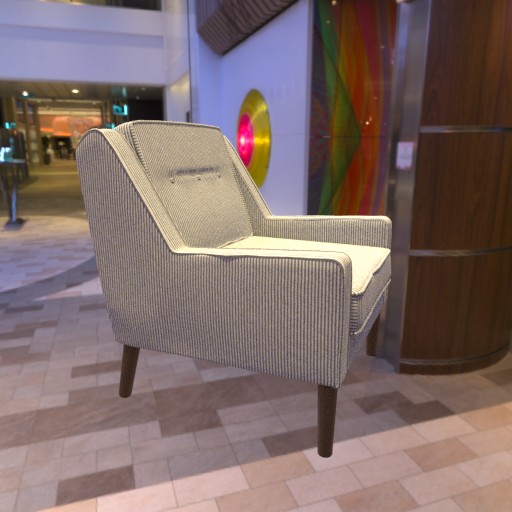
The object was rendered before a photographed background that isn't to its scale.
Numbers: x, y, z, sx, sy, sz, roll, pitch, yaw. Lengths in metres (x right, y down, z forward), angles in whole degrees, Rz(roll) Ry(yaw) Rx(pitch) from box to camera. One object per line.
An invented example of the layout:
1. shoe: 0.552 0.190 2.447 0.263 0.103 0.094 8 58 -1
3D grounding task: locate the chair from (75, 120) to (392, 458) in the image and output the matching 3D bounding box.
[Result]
1. chair: 0.000 0.000 1.349 0.743 0.792 0.663 6 15 24
